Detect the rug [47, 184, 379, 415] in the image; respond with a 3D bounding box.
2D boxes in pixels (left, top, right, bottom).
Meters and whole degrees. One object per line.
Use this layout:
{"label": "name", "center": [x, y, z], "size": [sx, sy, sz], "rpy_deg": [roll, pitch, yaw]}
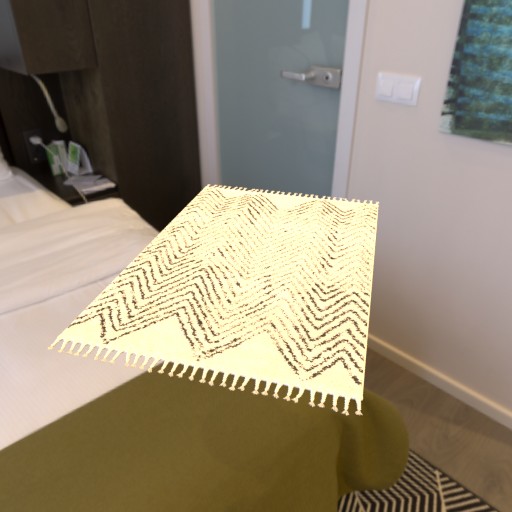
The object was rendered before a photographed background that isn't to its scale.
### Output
{"label": "rug", "center": [0.000, 0.000, 2.368], "size": [1.230, 0.014, 1.847], "rpy_deg": [8, 32, 13]}
